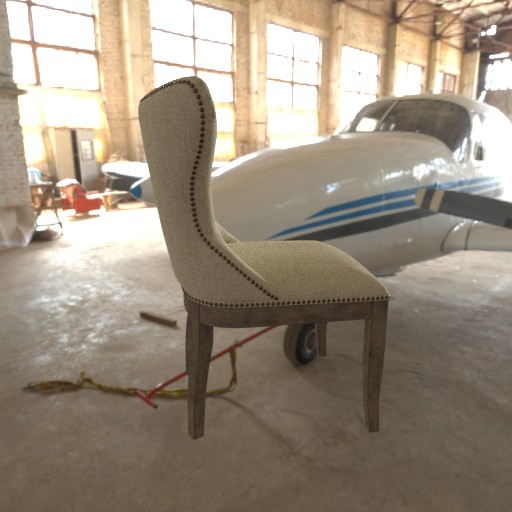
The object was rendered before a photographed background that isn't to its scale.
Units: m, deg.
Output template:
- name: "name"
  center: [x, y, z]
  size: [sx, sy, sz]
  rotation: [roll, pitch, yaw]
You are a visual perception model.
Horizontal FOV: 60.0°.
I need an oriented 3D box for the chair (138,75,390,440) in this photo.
- name: "chair"
  center: [0.000, 0.000, 1.430]
  size: [0.681, 1.002, 0.654]
  rotation: [-2, 14, -9]
